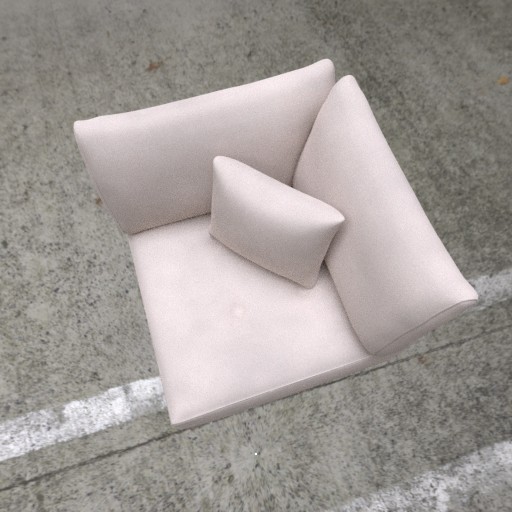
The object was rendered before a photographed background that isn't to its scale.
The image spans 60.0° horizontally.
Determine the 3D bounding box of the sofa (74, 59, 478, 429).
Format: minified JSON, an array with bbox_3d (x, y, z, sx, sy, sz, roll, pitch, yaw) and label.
[{"bbox_3d":[0.000,0.000,1.699,1.000,0.820,1.000,-17,67,-7],"label":"sofa"}]
